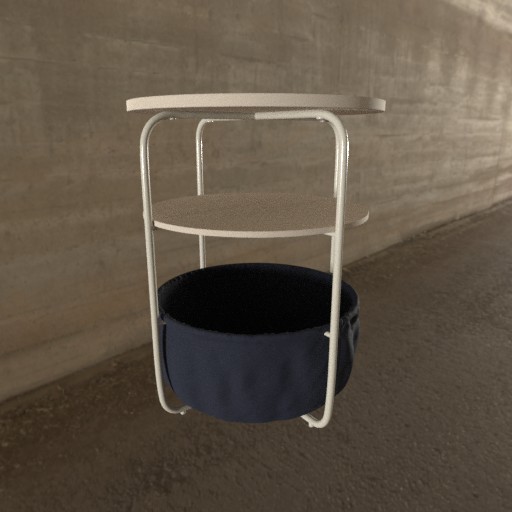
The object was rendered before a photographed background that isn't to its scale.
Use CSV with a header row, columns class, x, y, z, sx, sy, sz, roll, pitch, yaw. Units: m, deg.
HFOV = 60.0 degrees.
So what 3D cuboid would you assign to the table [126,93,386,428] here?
class,x,y,z,sx,sy,sz,roll,pitch,yaw
table,0.000,0.000,0.815,0.418,0.532,0.418,3,16,9
